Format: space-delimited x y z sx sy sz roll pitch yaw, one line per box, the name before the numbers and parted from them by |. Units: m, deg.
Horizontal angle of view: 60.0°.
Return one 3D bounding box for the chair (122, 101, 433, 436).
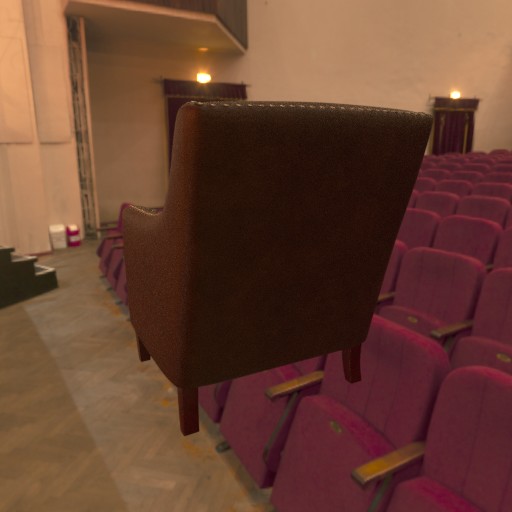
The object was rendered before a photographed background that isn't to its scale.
chair | 0.000 0.000 1.305 0.639 0.813 0.704 -7 16 -27
